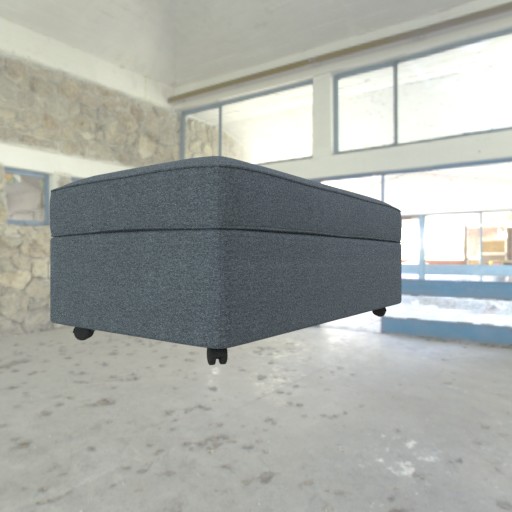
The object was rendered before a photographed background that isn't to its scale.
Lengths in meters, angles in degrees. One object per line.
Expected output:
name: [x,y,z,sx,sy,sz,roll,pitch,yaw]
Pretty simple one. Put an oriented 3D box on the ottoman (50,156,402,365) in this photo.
ottoman: [0.000,0.000,1.568,0.681,0.494,1.173,0,0,36]
